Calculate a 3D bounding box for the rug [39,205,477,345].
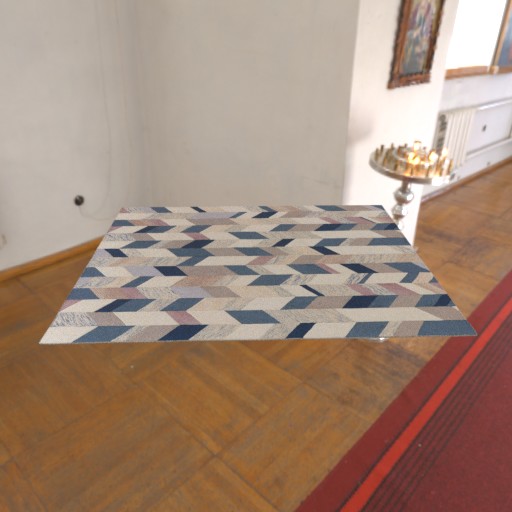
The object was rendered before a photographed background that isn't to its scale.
[{"bbox_3d":[0.000,0.000,4.161,3.072,0.011,2.451,-1,29,-1],"label":"rug"}]
